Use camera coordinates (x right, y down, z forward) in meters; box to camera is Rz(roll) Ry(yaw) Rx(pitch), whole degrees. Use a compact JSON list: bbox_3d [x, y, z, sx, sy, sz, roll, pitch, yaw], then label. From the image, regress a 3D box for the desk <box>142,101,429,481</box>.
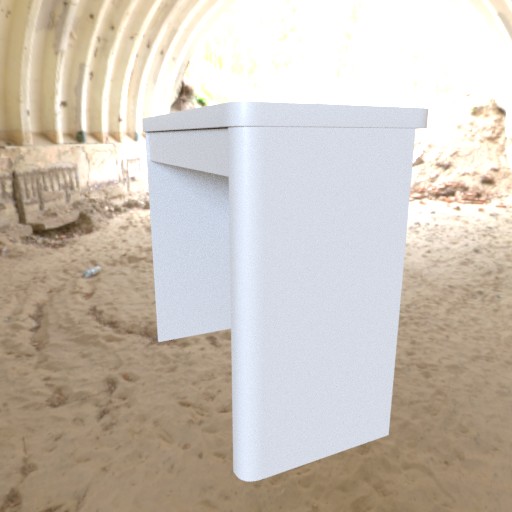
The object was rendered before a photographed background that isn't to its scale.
[{"bbox_3d":[0.000,0.000,1.251,0.446,0.760,0.790,-7,16,-24],"label":"desk"}]
